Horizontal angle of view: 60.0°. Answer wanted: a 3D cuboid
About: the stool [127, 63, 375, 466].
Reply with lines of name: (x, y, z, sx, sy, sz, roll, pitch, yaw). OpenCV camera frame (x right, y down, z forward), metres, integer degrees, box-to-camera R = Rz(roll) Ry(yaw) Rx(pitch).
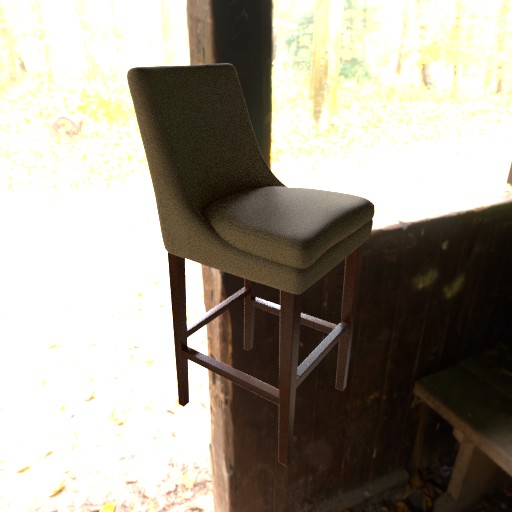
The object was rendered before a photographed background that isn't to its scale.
stool: (0.000, 0.000, 1.370, 0.577, 1.078, 0.470, 16, 30, 31)
